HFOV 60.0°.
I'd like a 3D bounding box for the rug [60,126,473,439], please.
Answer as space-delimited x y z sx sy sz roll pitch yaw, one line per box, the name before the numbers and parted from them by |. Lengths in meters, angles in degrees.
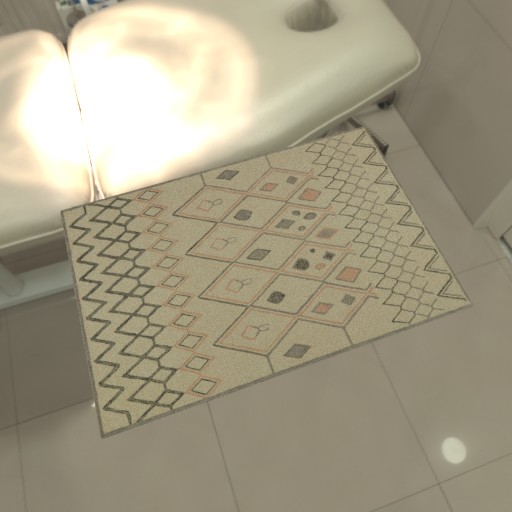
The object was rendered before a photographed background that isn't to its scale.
rug | 0.000 0.000 2.288 1.829 0.016 1.219 -17 65 -9
